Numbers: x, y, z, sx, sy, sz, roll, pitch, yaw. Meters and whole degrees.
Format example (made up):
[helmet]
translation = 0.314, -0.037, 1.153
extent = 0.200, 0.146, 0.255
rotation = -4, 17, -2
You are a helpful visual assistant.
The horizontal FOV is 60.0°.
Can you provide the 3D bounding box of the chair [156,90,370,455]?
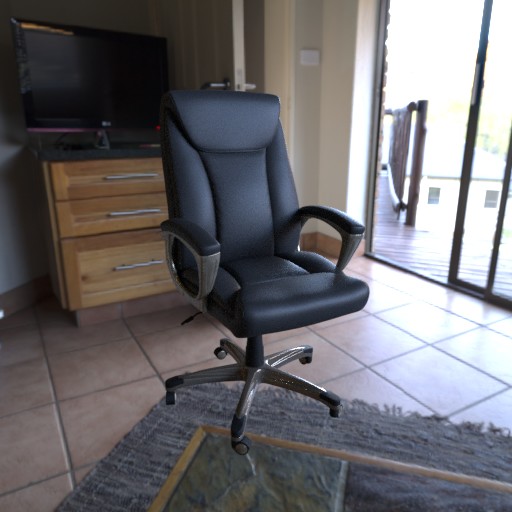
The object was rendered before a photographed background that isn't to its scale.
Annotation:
[chair]
translation = 0.000, 0.000, 1.639
extent = 0.694, 1.188, 0.748
rotation = -8, 18, -26
